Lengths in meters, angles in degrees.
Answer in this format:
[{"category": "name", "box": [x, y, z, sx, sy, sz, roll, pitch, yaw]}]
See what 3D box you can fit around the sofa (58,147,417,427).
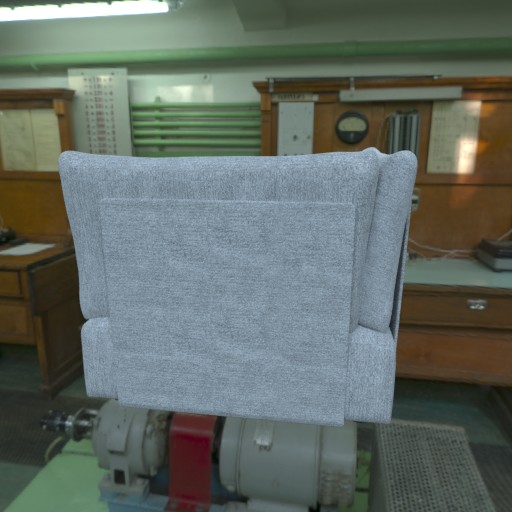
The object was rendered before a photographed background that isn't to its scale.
[{"category": "sofa", "box": [0.000, 0.000, 1.725, 1.000, 0.820, 1.000, 2, 15, 9]}]
